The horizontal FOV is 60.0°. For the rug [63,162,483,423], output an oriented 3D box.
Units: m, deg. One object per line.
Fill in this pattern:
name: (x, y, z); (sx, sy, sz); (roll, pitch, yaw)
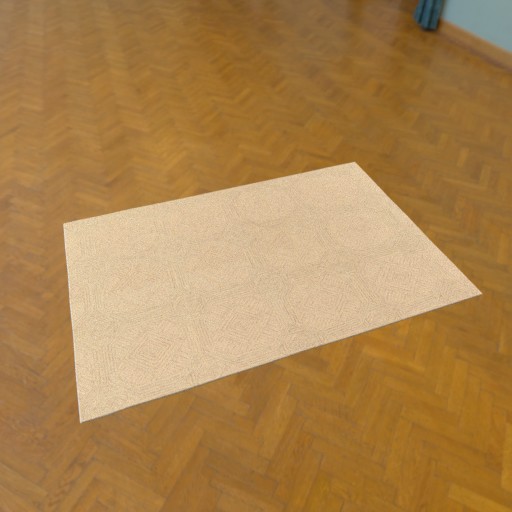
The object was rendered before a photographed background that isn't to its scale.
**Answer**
rug: (0.000, 0.000, 2.283); (1.839, 0.009, 1.236); (-14, 46, -14)
